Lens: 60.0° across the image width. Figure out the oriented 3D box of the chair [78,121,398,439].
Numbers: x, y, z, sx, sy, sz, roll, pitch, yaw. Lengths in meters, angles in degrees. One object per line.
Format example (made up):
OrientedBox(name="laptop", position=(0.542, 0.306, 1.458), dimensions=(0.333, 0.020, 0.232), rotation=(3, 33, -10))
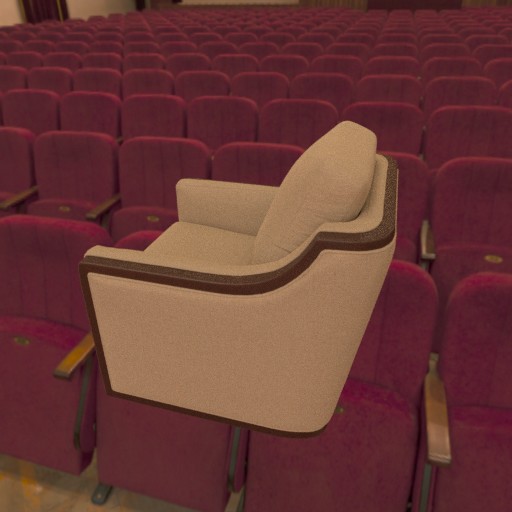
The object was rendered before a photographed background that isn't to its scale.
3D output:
OrientedBox(name="chair", position=(0.000, 0.000, 1.680), dimensions=(0.950, 0.930, 0.870), rotation=(8, 30, 14))
